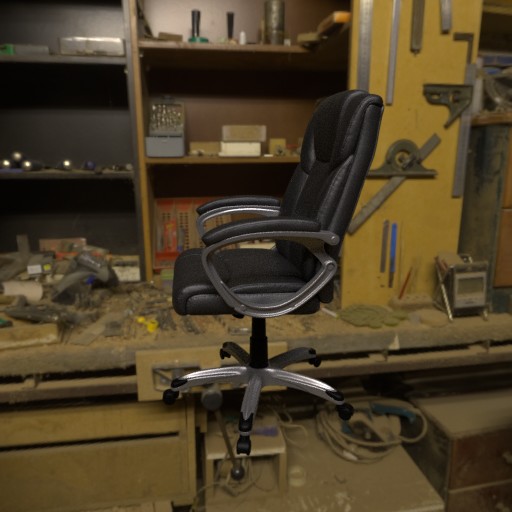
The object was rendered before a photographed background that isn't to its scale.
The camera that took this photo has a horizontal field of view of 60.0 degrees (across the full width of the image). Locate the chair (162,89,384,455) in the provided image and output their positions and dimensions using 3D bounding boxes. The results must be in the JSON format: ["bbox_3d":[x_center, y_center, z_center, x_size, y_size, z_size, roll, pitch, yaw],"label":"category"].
[{"bbox_3d":[0.000,0.000,1.607,0.719,1.130,0.721,-2,14,-7],"label":"chair"}]
